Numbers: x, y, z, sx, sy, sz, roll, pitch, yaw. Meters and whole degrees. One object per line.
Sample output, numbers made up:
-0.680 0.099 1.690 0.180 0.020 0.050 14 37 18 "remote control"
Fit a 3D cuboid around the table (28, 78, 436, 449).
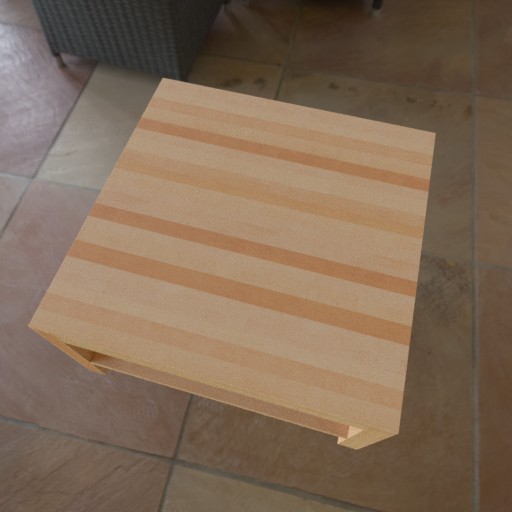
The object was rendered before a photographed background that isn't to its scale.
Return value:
0.000 0.000 1.422 0.900 0.450 0.900 14 63 7 "table"
